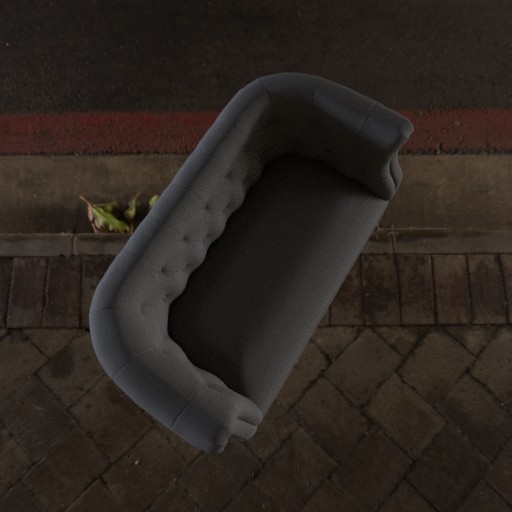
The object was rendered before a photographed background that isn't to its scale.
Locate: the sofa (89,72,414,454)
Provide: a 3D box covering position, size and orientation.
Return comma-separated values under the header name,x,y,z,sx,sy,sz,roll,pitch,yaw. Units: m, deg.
name,x,y,z,sx,sy,sz,roll,pitch,yaw
sofa,0.000,0.000,2.082,0.835,0.827,1.558,31,78,8
